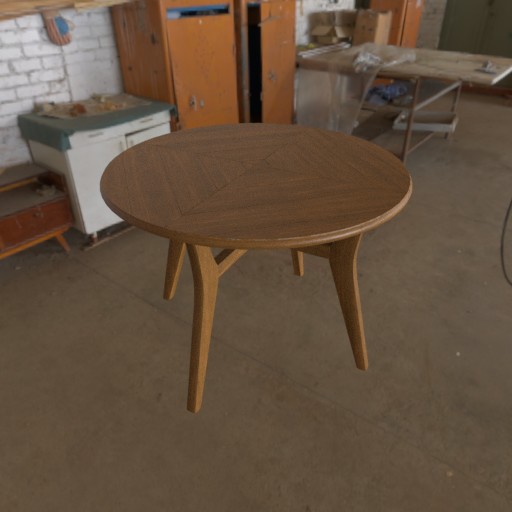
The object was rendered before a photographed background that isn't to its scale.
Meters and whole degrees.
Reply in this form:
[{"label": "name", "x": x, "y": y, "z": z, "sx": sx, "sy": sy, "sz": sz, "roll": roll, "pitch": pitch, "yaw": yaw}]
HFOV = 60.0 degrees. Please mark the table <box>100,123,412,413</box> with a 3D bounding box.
[{"label": "table", "x": 0.000, "y": 0.000, "z": 1.755, "sx": 1.055, "sy": 0.757, "sz": 1.055, "roll": 0, "pitch": 32, "yaw": 0}]
